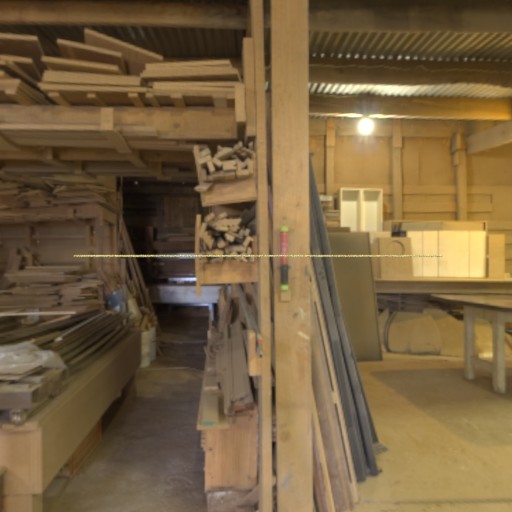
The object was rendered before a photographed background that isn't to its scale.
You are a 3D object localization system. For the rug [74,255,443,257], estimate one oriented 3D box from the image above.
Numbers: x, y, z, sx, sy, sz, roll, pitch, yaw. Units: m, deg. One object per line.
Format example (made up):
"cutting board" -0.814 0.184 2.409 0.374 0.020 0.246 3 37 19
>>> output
"rug" 0.000 0.000 2.970 1.529 0.007 2.297 0 0 -1
